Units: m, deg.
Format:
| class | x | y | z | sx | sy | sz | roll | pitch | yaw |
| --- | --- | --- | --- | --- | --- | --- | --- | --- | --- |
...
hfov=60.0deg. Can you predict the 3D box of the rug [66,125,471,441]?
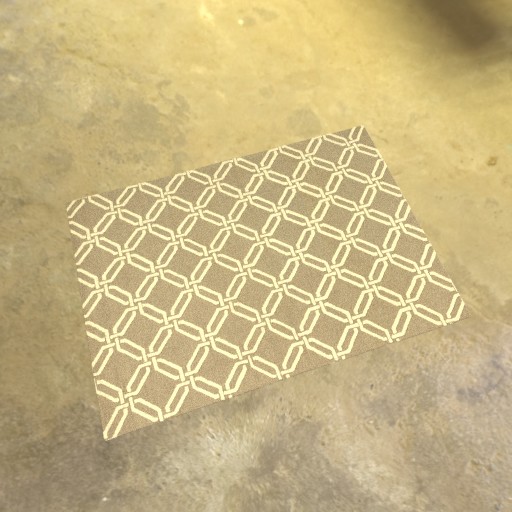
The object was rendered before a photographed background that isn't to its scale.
| class | x | y | z | sx | sy | sz | roll | pitch | yaw |
| --- | --- | --- | --- | --- | --- | --- | --- | --- | --- |
| rug | 0.000 | 0.000 | 4.377 | 3.419 | 0.020 | 2.441 | -16 | 65 | -8 |
